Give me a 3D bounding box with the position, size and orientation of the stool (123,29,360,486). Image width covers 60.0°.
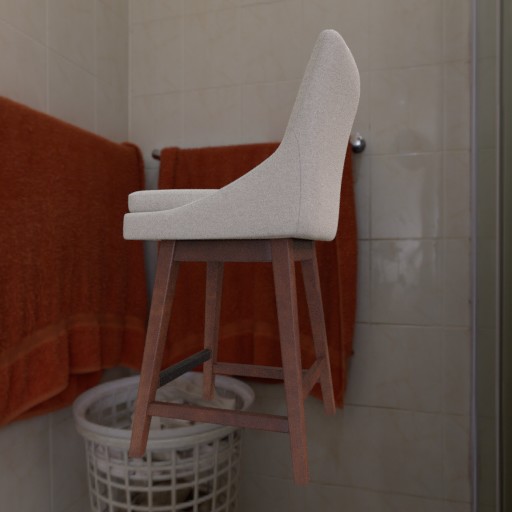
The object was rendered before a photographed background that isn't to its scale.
[{"bbox_3d":[0.000,0.000,1.235,0.559,0.991,0.469,0,1,18],"label":"stool"}]
